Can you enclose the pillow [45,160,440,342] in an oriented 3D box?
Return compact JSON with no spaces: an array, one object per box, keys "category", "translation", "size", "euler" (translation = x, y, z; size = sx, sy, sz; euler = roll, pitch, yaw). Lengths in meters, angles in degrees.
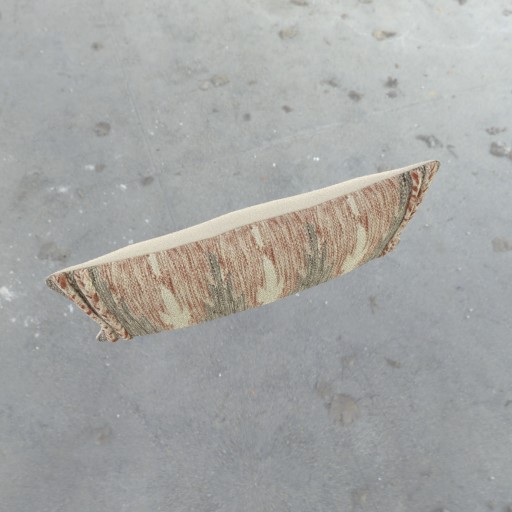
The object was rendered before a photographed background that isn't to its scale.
[{"category":"pillow","translation":[0.000,0.000,0.765],"size":[0.635,0.282,0.139],"euler":[-17,64,-9]}]
